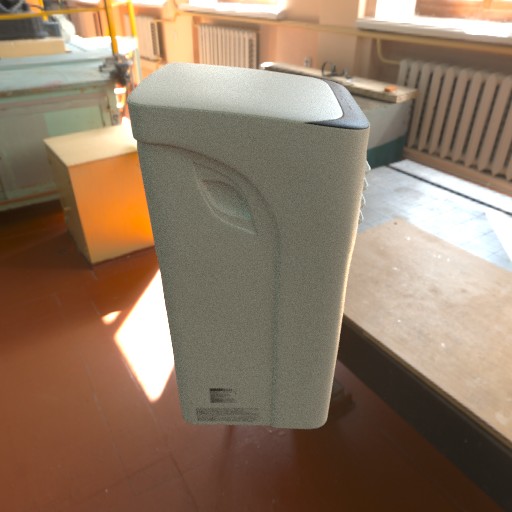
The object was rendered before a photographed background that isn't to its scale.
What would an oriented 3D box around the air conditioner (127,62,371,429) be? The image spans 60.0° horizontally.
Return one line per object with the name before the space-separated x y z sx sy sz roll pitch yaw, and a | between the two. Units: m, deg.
air conditioner | 0.000 0.000 0.922 0.369 0.716 0.352 1 32 2
